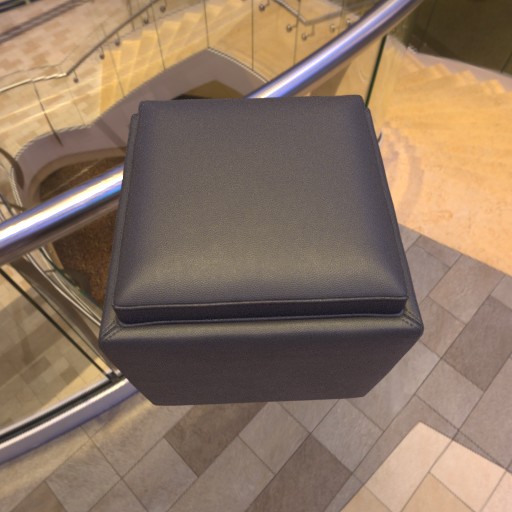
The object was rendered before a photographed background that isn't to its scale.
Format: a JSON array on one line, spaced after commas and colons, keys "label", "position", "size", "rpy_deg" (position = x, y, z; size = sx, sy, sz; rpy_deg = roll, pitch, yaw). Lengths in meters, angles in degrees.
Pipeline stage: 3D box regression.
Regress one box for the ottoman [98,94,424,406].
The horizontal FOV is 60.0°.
[{"label": "ottoman", "position": [0.000, 0.000, 0.825], "size": [0.450, 0.460, 0.451], "rpy_deg": [-2, 59, -1]}]
